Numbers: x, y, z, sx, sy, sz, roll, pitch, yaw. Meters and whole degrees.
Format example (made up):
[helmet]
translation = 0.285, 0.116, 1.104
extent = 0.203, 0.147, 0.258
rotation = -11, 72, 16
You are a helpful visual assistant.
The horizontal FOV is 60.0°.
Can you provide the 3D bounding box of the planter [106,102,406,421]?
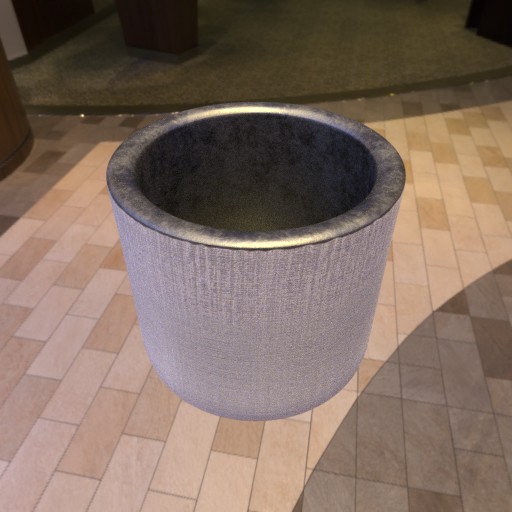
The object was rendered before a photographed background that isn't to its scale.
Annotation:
[planter]
translation = 0.000, 0.000, 0.223
extent = 0.125, 0.112, 0.125
rotation = 0, 40, 0
